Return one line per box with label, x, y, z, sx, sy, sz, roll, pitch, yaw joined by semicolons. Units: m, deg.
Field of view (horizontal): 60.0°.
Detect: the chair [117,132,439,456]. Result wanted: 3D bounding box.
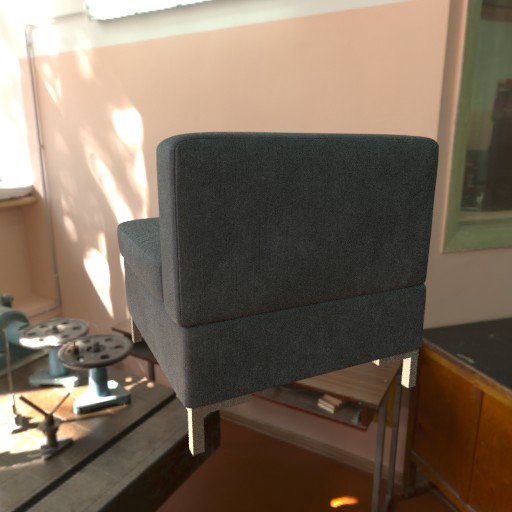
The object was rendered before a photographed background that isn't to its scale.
chair;0.000;0.000;1.258;0.680;0.660;0.680;-7;15;-25
